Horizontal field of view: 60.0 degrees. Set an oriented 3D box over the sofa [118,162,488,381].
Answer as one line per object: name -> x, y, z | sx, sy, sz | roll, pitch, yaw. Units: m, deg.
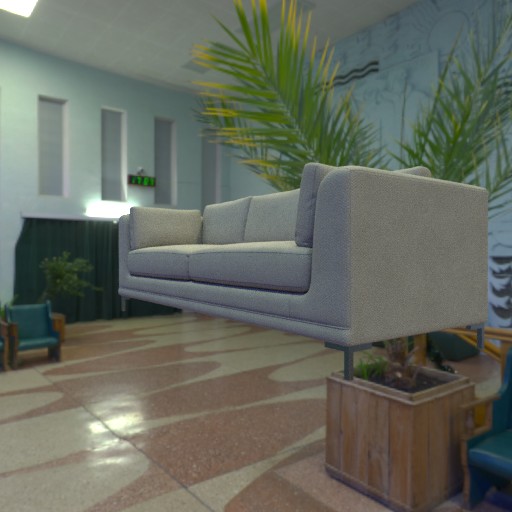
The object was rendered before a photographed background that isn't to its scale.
sofa -> 0.000, 0.000, 2.783 | 0.969, 0.867, 2.415 | 0, 0, -36
